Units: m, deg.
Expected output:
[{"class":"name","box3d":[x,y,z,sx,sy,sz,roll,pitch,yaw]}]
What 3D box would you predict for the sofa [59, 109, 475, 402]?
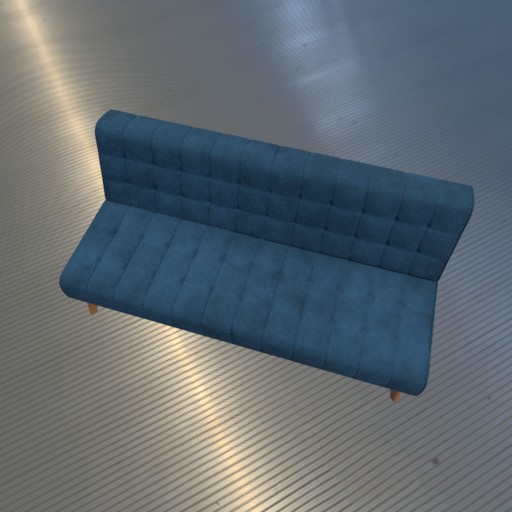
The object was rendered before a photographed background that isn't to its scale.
[{"class":"sofa","box3d":[0.000,0.000,2.253,1.804,0.813,0.855,14,60,8]}]
